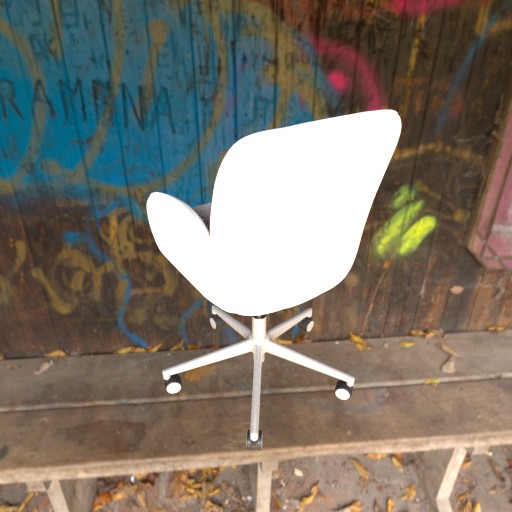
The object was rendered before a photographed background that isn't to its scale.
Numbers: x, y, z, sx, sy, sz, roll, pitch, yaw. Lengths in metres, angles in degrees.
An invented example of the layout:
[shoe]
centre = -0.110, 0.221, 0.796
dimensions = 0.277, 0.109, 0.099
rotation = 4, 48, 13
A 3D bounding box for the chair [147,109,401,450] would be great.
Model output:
[chair]
centre = 0.000, 0.000, 1.379
dimensions = 0.648, 0.959, 0.633
rotation = -18, 35, -28
